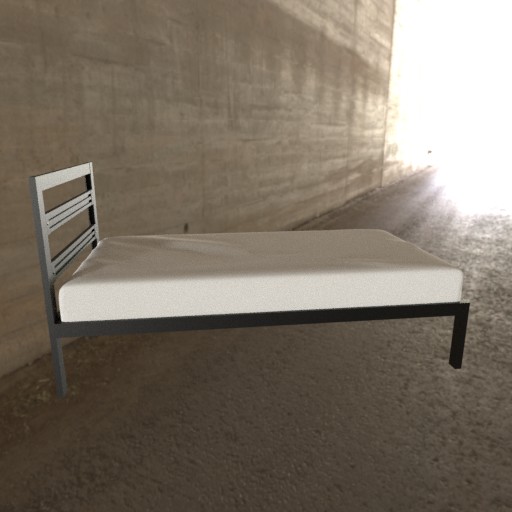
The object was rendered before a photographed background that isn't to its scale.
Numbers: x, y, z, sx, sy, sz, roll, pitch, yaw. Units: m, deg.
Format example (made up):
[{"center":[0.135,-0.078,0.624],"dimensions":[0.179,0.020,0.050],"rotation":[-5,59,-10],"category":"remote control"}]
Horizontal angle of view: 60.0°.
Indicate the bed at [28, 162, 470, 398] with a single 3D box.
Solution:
[{"center":[0.000,0.000,2.431],"dimensions":[1.930,0.967,0.991],"rotation":[-2,15,-7],"category":"bed"}]
